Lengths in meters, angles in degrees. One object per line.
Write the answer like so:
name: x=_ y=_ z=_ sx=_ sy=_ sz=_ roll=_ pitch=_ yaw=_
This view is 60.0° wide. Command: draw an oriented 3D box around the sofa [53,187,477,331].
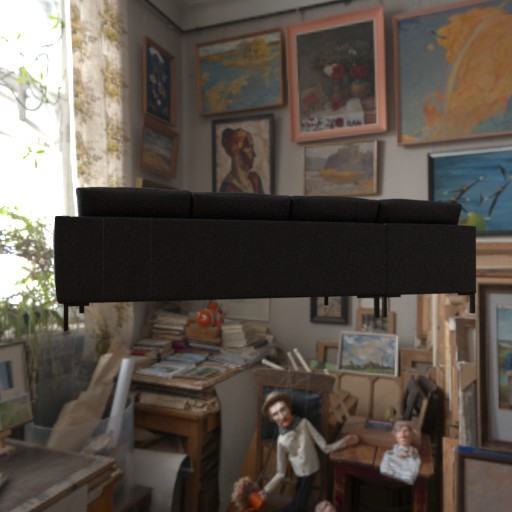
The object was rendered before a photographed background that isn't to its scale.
sofa: x=0.000 y=0.000 z=3.841 sx=2.984 sy=0.877 sz=1.938 roll=0 pitch=0 yaw=-17
